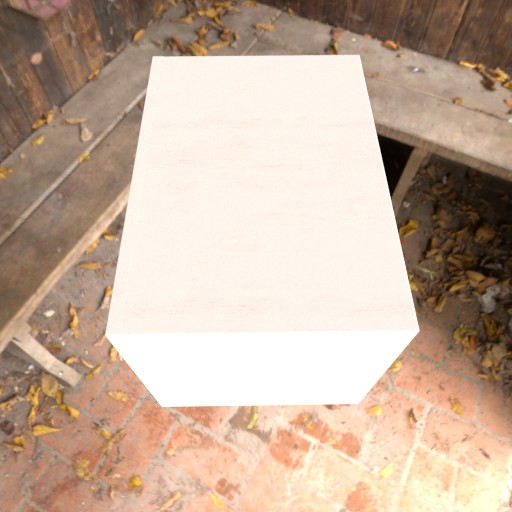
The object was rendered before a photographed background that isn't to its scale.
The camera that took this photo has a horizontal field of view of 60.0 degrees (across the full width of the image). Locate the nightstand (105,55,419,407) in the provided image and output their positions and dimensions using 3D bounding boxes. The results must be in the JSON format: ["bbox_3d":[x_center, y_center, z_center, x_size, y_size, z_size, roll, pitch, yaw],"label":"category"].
[{"bbox_3d":[0.000,0.000,1.025,0.447,0.604,0.614,-1,59,0],"label":"nightstand"}]
